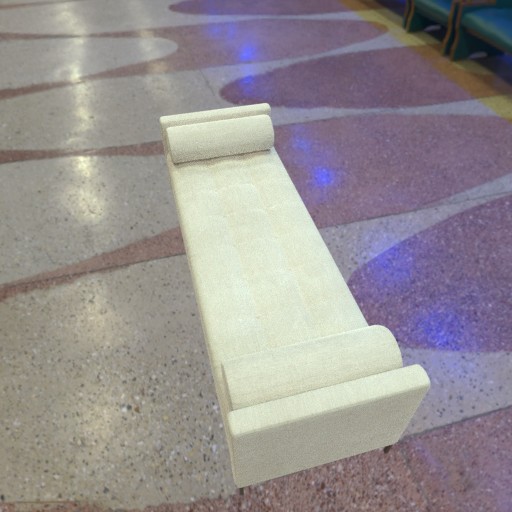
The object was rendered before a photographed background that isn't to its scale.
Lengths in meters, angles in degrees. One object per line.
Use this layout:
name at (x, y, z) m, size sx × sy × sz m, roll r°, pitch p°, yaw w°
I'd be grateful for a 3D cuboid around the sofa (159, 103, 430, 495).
sofa at (0.000, 0.000, 2.271) m, size 0.686 × 0.635 × 1.981 m, roll -11°, pitch 47°, yaw -10°
